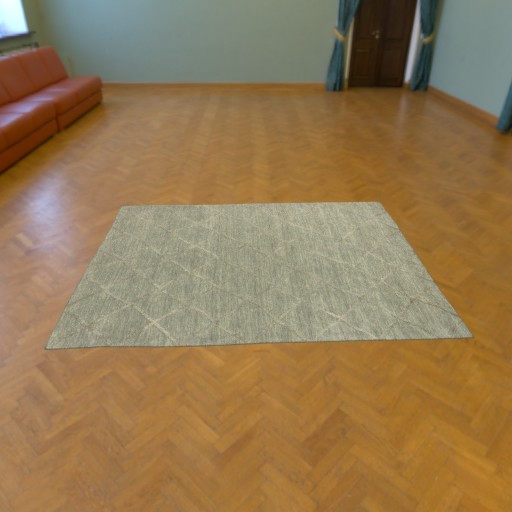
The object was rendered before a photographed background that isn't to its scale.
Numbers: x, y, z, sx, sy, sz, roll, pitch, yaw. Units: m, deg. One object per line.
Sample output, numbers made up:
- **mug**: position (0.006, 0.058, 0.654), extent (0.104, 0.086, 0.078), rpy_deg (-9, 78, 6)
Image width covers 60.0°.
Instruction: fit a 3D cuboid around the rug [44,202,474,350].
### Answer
- **rug**: position (0.000, 0.000, 4.142), extent (3.048, 0.013, 2.438), rpy_deg (-1, 30, -2)
